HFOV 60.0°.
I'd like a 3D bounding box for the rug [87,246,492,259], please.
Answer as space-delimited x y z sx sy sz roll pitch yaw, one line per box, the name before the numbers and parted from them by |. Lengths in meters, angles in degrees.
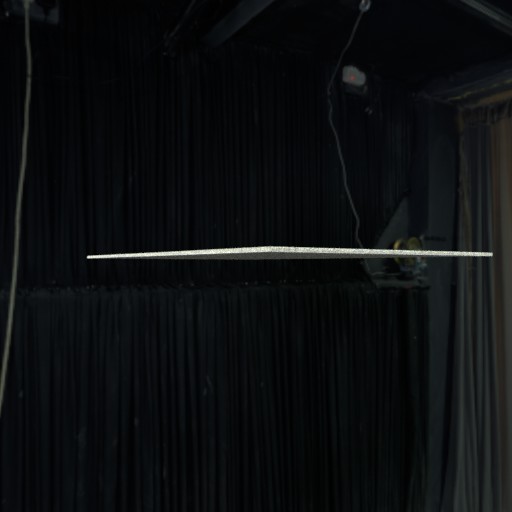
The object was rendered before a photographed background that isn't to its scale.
rug | 0.000 0.000 2.896 1.532 0.018 2.297 1 -1 -36
